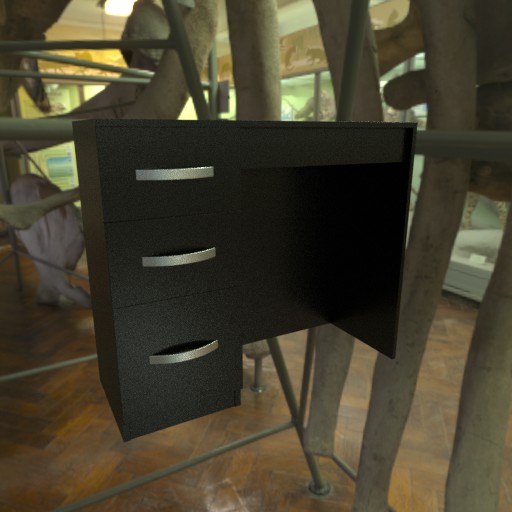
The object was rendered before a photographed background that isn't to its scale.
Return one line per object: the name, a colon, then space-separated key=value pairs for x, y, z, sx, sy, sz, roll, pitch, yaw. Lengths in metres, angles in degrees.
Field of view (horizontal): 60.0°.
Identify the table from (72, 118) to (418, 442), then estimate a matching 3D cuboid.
table: x=0.000 y=0.000 z=1.363 sx=0.930 sy=0.790 sz=0.380 roll=-8 pitch=18 yaw=-27
